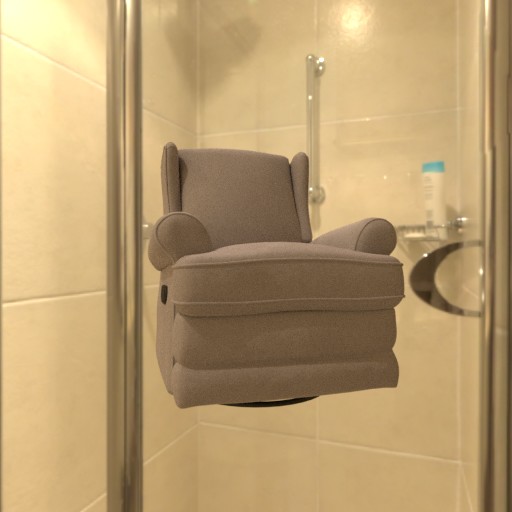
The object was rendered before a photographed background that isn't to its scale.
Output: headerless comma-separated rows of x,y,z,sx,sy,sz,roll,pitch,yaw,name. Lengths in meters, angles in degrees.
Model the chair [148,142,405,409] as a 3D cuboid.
0.000,0.000,1.749,0.847,1.011,0.969,0,0,-17,chair
